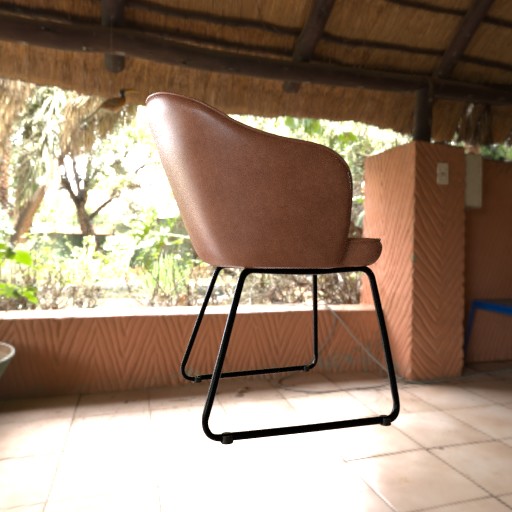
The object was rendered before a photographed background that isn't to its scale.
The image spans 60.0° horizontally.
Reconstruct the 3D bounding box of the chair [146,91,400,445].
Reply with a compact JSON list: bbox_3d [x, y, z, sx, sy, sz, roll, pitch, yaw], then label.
[{"bbox_3d":[0.000,0.000,1.203,0.580,0.785,0.582,0,1,-16],"label":"chair"}]
